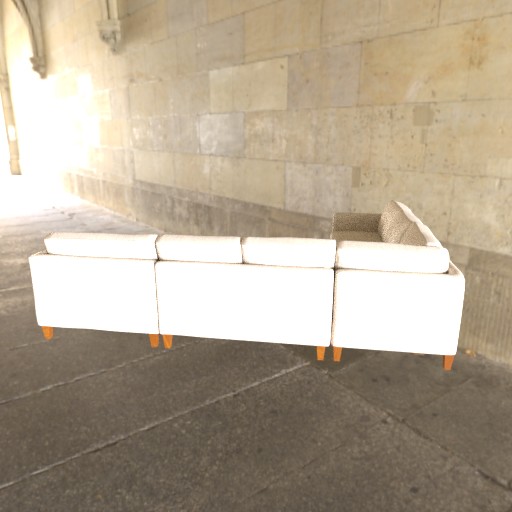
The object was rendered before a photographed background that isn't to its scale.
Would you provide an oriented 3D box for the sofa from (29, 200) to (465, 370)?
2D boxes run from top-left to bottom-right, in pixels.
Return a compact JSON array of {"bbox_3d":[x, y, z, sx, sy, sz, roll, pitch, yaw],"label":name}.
[{"bbox_3d":[0.000,0.000,4.670,3.460,0.961,2.594,3,16,9],"label":"sofa"}]
